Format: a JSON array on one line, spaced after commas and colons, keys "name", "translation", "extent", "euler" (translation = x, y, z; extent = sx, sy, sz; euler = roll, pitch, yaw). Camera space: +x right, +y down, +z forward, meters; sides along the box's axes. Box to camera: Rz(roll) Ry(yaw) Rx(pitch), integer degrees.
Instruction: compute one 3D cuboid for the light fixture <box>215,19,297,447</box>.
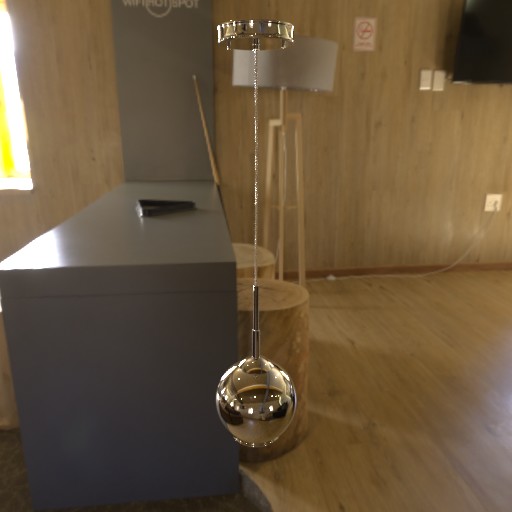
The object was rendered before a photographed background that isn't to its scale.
[{"name": "light fixture", "translation": [0.000, 0.000, 1.652], "extent": [0.336, 1.538, 0.336], "euler": [2, 17, 8]}]
